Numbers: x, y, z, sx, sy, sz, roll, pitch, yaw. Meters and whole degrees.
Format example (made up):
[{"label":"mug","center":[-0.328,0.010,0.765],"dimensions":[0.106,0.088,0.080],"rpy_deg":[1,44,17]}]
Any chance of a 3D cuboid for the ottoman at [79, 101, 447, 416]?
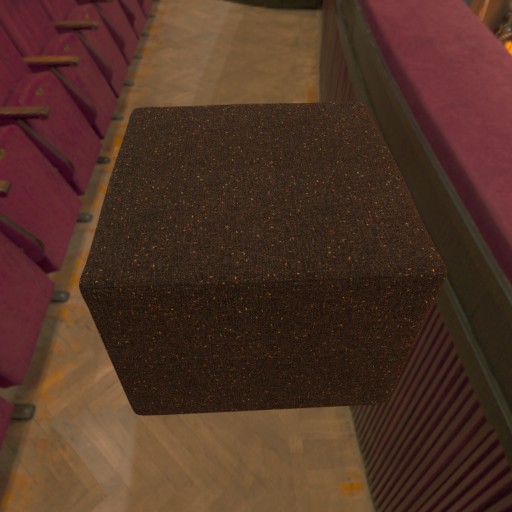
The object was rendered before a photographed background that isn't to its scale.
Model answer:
[{"label":"ottoman","center":[0.000,0.000,0.893],"dimensions":[0.508,0.432,0.508],"rpy_deg":[-2,45,-2]}]
